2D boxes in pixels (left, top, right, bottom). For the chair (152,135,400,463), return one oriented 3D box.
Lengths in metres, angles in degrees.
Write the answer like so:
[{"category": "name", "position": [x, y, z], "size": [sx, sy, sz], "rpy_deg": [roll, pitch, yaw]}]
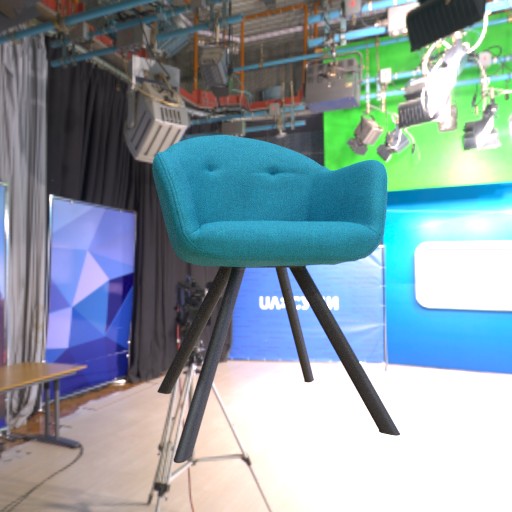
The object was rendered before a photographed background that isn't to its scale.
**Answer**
[{"category": "chair", "position": [0.000, 0.000, 1.159], "size": [0.545, 0.775, 0.565], "rpy_deg": [0, -1, -16]}]
